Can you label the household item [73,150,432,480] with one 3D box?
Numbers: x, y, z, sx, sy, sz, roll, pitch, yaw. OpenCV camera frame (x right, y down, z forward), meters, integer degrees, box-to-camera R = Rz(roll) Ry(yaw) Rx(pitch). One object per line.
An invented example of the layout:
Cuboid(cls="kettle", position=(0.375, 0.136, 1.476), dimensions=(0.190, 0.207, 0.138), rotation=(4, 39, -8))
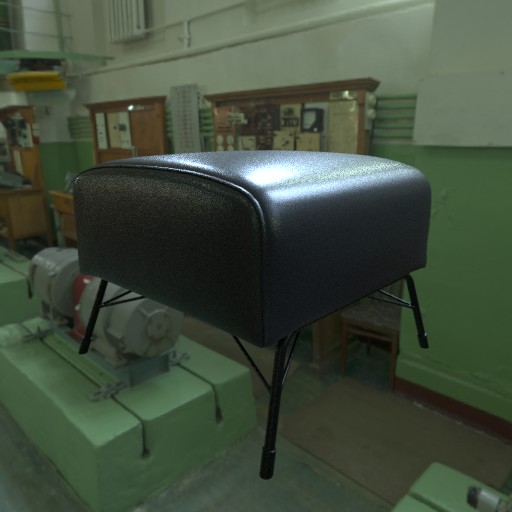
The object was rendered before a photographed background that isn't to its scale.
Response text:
Cuboid(cls="household item", position=(0.000, 0.000, 0.886), dimensions=(0.530, 0.410, 0.530), rotation=(13, 20, 41))
